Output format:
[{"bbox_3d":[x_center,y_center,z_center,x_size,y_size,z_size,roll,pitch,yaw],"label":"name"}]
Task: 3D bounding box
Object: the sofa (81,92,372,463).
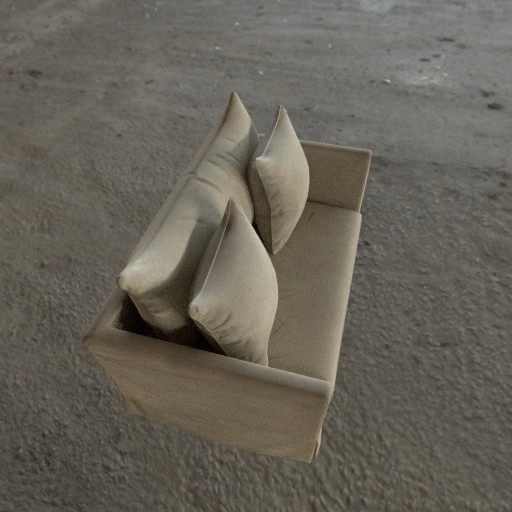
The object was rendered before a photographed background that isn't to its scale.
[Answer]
[{"bbox_3d":[0.000,0.000,2.289,1.035,1.040,1.608,11,48,11],"label":"sofa"}]
